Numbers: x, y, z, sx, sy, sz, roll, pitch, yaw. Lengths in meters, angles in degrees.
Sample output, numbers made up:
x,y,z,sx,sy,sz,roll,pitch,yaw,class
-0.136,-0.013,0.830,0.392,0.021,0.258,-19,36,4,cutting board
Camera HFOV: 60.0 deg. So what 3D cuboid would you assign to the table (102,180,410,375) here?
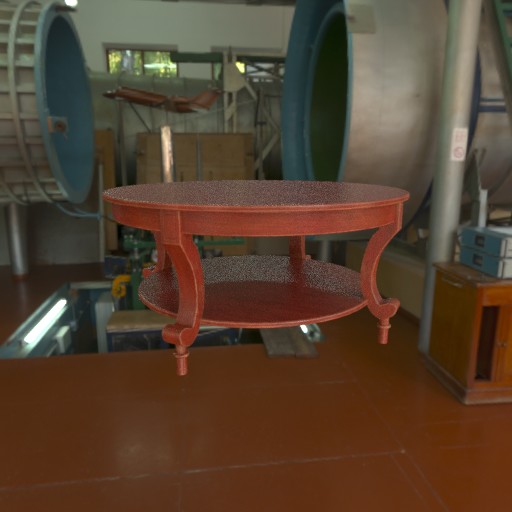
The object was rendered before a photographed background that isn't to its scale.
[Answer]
x,y,z,sx,sy,sz,roll,pitch,yaw,class
0.000,0.000,1.613,1.029,0.486,1.029,0,13,0,table
